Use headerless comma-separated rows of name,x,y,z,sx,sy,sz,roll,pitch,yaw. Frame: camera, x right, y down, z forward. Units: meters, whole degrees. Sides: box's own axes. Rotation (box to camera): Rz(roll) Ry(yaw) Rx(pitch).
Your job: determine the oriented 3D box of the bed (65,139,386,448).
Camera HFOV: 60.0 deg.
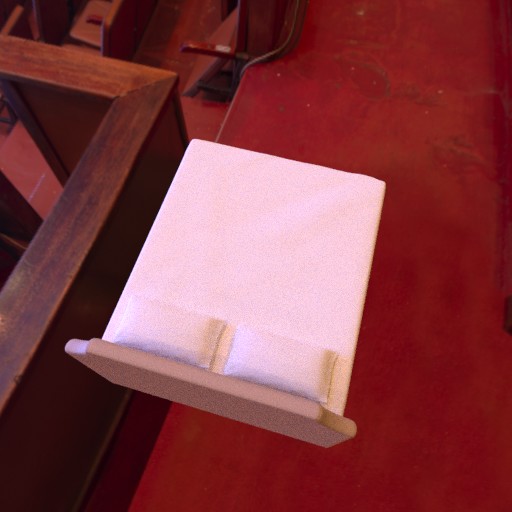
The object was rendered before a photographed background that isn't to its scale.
bed,0.000,0.000,4.189,2.350,1.590,2.773,14,64,7
